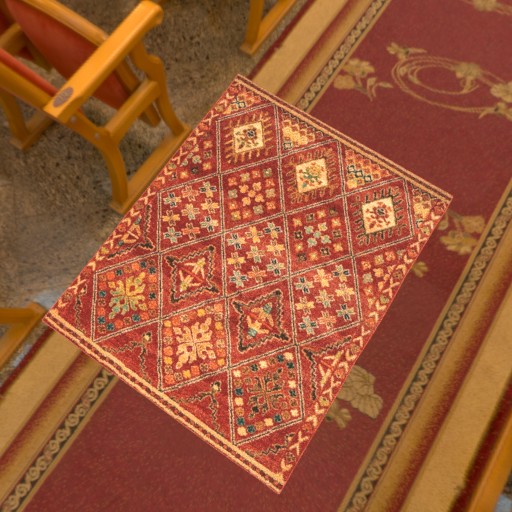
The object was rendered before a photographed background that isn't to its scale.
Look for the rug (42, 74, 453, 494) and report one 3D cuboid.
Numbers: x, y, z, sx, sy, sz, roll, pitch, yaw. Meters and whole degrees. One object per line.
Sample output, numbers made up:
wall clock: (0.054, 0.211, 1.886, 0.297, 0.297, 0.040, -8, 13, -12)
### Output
rug: (0.000, 0.000, 4.057, 2.489, 0.030, 3.086, 33, 76, 9)
